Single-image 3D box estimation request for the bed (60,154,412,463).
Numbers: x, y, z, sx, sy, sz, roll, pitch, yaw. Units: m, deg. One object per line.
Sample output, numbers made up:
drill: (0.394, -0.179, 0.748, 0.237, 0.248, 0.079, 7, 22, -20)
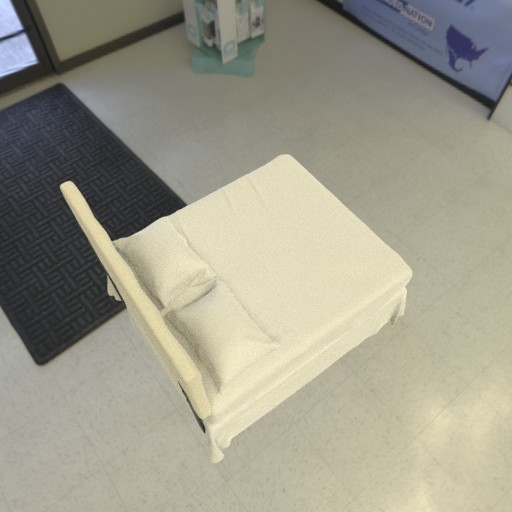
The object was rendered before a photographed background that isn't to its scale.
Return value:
bed: (0.000, 0.000, 3.548, 2.222, 1.577, 1.936, -31, 62, -18)
